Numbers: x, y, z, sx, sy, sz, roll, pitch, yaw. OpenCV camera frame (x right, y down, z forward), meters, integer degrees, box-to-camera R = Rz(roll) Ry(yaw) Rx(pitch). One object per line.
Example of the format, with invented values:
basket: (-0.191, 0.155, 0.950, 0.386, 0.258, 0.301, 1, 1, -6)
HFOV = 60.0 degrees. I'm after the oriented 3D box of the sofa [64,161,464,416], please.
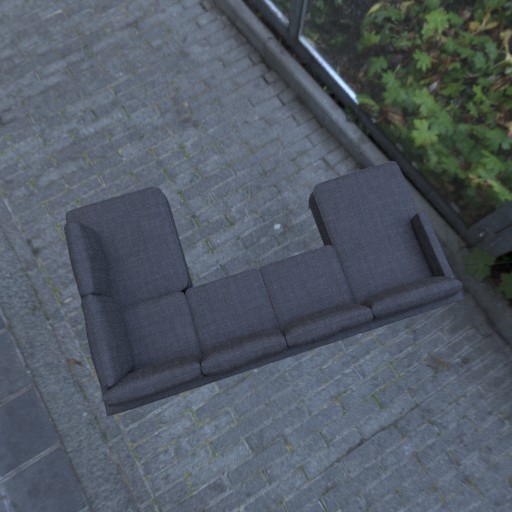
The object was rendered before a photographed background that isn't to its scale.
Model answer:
sofa: (0.000, 0.000, 4.392, 3.423, 0.999, 2.048, -17, 76, -4)
